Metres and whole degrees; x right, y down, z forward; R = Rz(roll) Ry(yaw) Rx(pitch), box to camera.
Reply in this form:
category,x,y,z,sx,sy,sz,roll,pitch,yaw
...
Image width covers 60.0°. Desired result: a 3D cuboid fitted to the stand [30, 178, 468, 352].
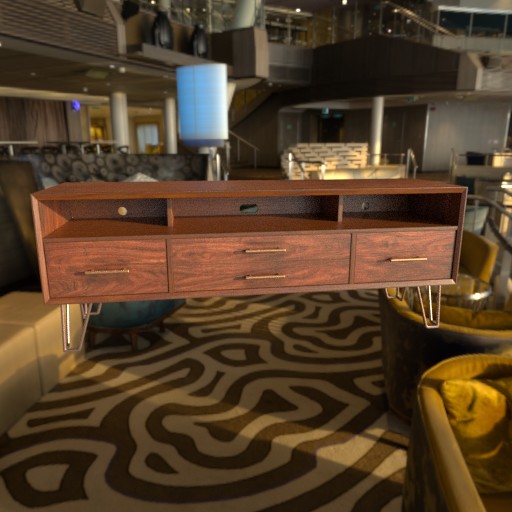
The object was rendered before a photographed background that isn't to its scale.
category,x,y,z,sx,sy,sz,roll,pitch,yaw
stand,0.000,0.000,1.916,1.626,0.610,0.481,-2,14,-9
